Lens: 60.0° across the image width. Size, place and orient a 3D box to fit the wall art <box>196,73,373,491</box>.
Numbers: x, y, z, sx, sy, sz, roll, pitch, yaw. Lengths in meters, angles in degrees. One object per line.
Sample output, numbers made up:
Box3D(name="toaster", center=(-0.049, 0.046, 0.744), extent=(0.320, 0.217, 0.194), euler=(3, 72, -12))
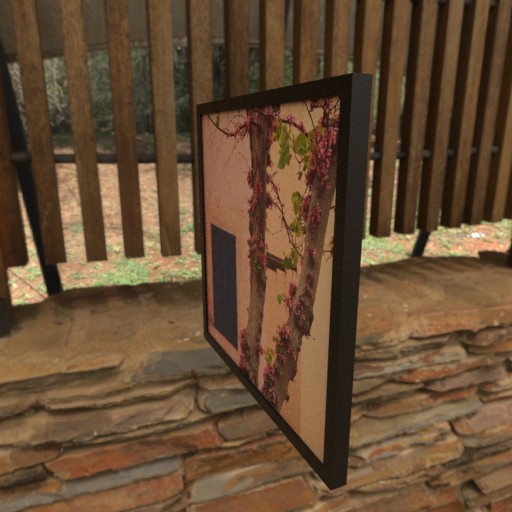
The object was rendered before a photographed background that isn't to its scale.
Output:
Box3D(name="wall art", center=(0.000, 0.000, 1.107), extent=(0.038, 0.762, 0.762), euler=(-7, 17, -24))
